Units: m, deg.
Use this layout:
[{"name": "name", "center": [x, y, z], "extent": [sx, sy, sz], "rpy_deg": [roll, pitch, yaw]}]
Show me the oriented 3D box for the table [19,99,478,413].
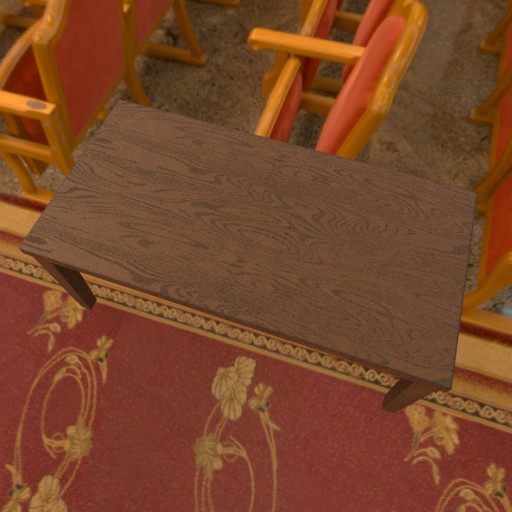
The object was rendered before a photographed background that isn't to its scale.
[{"name": "table", "center": [0.000, 0.000, 2.460], "extent": [1.981, 0.762, 1.016], "rpy_deg": [17, 63, 9]}]
